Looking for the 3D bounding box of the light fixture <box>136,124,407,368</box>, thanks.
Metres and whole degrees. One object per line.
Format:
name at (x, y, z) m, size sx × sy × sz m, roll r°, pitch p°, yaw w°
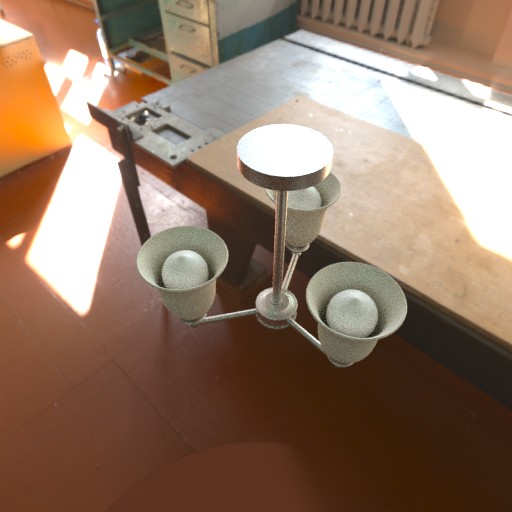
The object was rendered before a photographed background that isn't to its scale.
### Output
light fixture at (0.000, 0.000, 0.682) m, size 0.354 × 0.370 × 0.388 m, roll -9°, pitch 46°, yaw -8°
